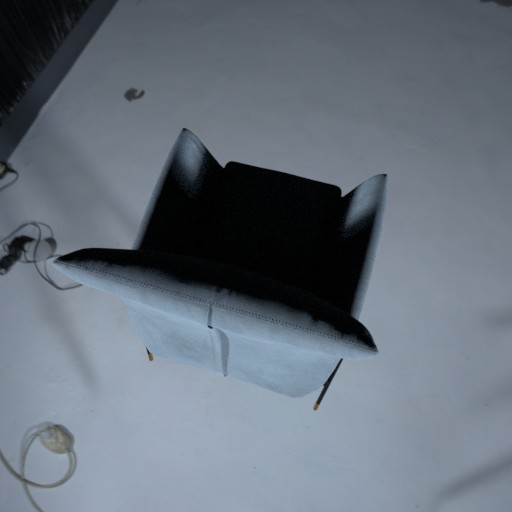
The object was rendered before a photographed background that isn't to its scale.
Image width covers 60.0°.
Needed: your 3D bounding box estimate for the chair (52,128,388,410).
[{"bbox_3d":[0.000,0.000,1.375,0.678,0.858,0.709,15,65,7],"label":"chair"}]
